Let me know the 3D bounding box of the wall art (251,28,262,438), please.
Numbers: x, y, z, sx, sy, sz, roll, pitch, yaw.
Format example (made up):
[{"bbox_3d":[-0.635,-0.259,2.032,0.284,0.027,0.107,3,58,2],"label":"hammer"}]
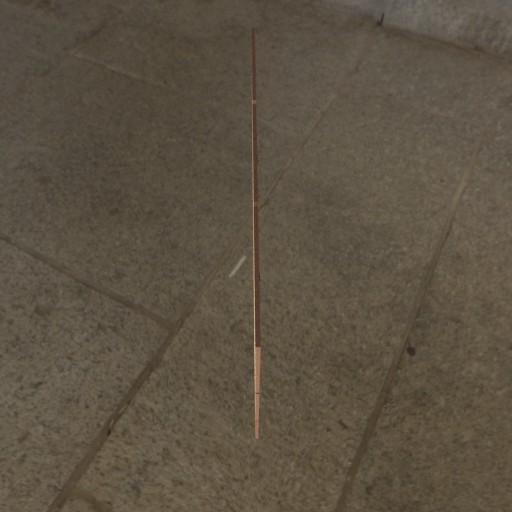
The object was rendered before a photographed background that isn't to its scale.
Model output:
[{"bbox_3d":[0.000,0.000,1.831,0.019,1.218,1.221,-1,59,0],"label":"wall art"}]
